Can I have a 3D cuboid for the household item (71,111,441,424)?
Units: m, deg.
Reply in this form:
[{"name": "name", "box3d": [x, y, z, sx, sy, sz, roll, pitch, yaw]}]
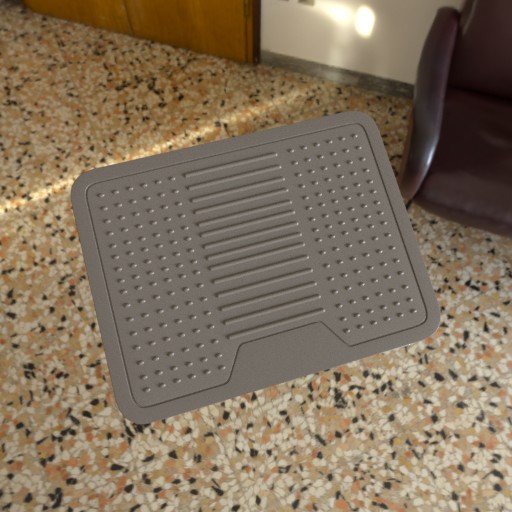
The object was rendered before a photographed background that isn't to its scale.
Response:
[{"name": "household item", "box3d": [0.000, 0.000, 0.545, 0.390, 0.126, 0.301, -15, 64, -7]}]
